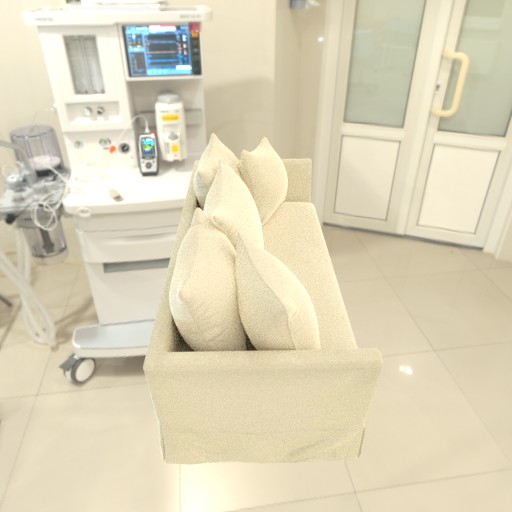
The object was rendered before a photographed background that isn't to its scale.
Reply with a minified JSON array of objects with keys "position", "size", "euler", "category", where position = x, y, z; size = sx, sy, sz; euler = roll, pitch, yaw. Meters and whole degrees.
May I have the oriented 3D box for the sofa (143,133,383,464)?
[{"position":[0.000,0.000,2.840],"size":[1.031,1.034,2.290],"euler":[-1,33,-1],"category":"sofa"}]
